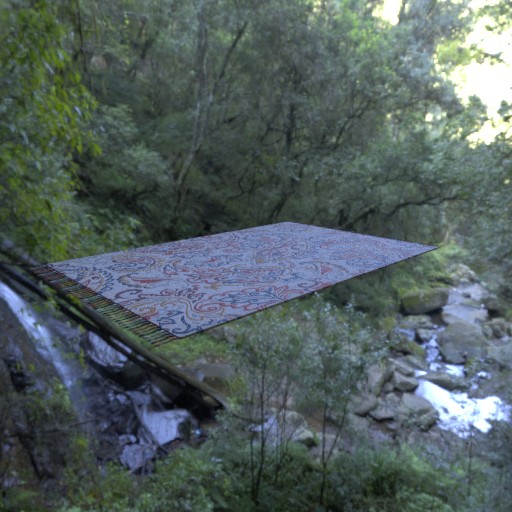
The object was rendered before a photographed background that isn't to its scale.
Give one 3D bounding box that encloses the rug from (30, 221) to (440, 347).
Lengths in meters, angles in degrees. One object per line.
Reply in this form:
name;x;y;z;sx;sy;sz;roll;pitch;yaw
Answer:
rug;0.000;0.000;2.449;1.997;0.010;1.218;-13;19;-42
